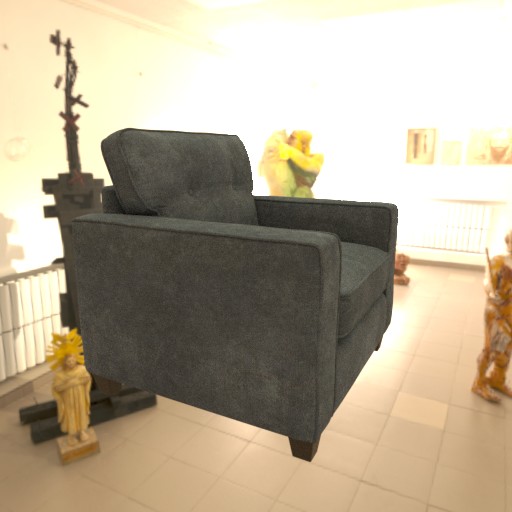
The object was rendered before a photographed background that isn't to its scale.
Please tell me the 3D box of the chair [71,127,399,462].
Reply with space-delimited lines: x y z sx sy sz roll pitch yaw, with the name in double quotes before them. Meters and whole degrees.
"chair" 0.000 0.000 1.759 0.939 0.965 1.015 7 15 27
